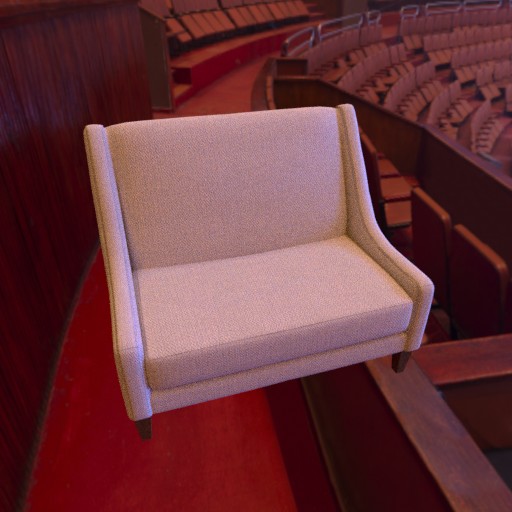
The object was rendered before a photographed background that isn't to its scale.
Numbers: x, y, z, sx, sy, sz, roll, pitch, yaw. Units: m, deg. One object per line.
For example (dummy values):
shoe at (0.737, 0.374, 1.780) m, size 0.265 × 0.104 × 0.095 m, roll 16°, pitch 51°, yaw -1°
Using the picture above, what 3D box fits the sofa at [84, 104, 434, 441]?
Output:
sofa at (0.000, 0.000, 1.900) m, size 1.242 × 1.022 × 0.870 m, roll -10°, pitch 33°, yaw -15°
